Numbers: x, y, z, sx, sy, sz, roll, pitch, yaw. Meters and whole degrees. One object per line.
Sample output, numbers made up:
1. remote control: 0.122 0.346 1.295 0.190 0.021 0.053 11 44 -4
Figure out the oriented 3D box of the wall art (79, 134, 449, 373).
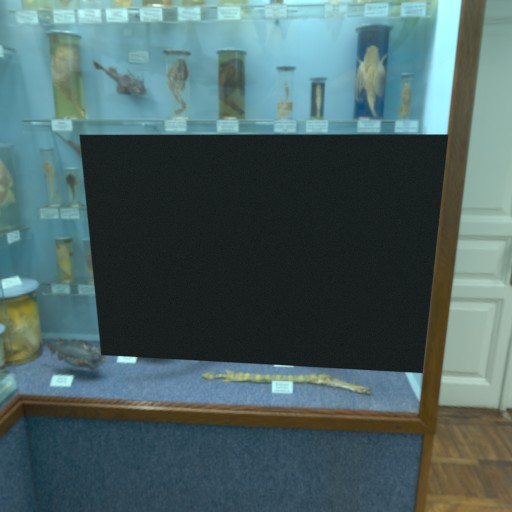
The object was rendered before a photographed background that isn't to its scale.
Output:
1. wall art: 0.000 0.000 1.241 0.958 0.656 0.026 2 15 7
